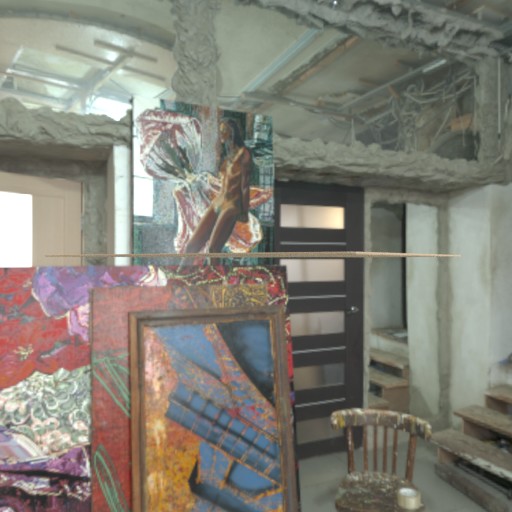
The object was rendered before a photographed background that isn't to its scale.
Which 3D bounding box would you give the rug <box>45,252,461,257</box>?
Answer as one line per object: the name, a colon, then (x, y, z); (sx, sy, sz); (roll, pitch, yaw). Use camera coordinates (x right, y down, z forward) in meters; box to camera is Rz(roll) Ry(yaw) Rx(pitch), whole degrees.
rug: (0.000, 0.000, 3.921); (2.895, 0.018, 2.288); (0, -1, 36)
